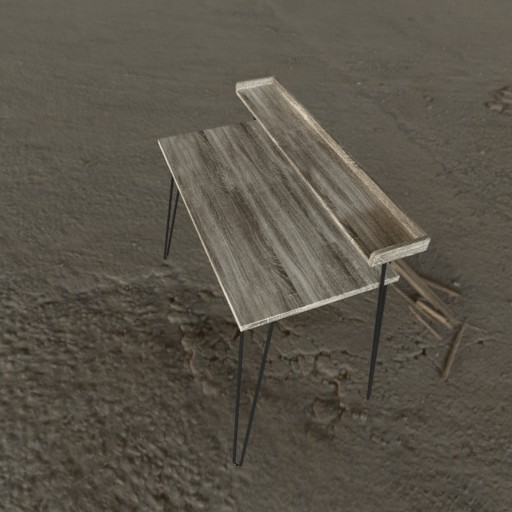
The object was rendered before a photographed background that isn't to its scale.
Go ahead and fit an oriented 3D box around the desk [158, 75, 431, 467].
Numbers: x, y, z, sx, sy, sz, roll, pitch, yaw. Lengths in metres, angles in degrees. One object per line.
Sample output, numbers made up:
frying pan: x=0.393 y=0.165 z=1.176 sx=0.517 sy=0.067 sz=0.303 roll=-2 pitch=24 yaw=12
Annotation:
desk: x=0.000 y=0.000 z=1.714 sx=0.605 sy=0.899 sz=1.135 roll=-16 pitch=48 yaw=-15
